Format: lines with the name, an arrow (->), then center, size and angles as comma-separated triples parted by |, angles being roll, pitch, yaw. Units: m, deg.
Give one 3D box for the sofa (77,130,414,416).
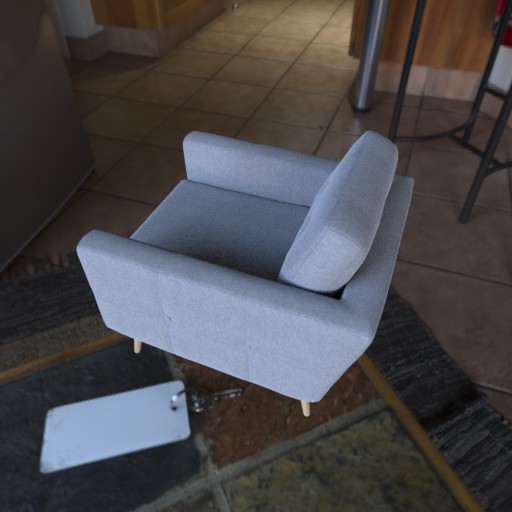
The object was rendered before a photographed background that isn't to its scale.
sofa -> 0.000, 0.000, 1.587 | 0.920, 0.860, 0.770 | 16, 46, 15
